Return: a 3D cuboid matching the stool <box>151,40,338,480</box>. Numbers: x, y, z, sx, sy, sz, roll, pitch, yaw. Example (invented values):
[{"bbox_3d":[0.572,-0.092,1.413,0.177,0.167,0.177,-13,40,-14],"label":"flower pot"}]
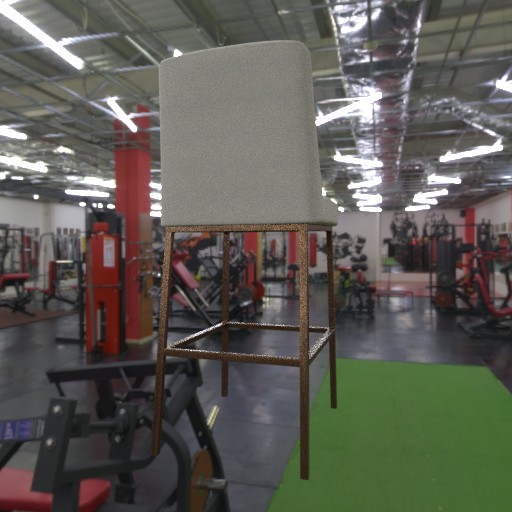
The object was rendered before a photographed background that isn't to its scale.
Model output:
[{"bbox_3d":[0.000,0.000,1.387,0.462,1.084,0.546,0,1,18],"label":"stool"}]
